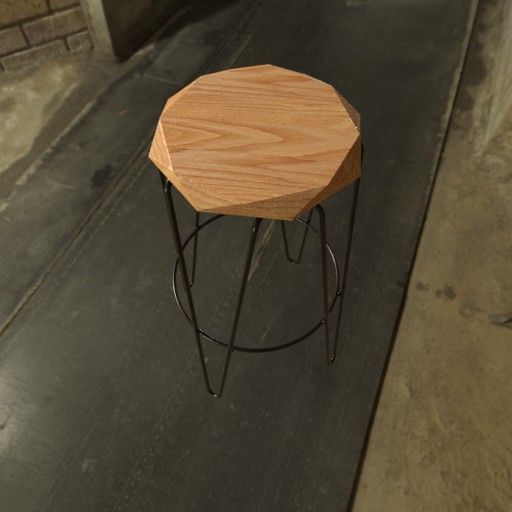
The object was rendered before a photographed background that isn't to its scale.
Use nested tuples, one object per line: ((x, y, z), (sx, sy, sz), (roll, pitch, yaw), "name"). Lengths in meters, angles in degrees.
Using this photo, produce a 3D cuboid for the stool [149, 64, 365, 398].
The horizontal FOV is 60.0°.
((0.000, 0.000, 0.814), (0.326, 0.610, 0.326), (-13, 59, -8), "stool")
